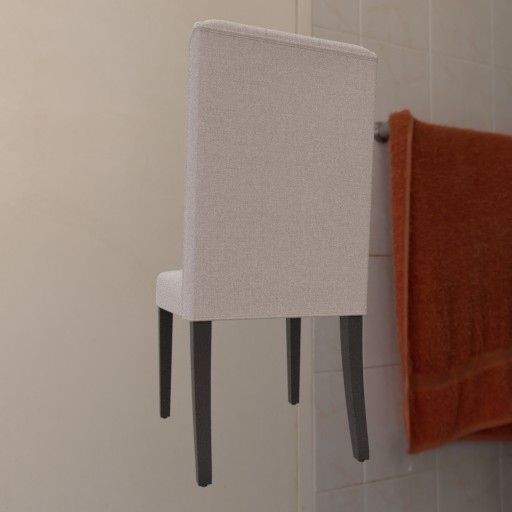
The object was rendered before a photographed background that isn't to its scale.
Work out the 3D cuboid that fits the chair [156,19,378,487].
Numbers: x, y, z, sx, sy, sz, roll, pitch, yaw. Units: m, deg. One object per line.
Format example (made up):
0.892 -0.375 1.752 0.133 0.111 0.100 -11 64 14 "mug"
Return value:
0.000 0.000 1.191 0.474 0.961 0.523 1 -2 -19 "chair"
